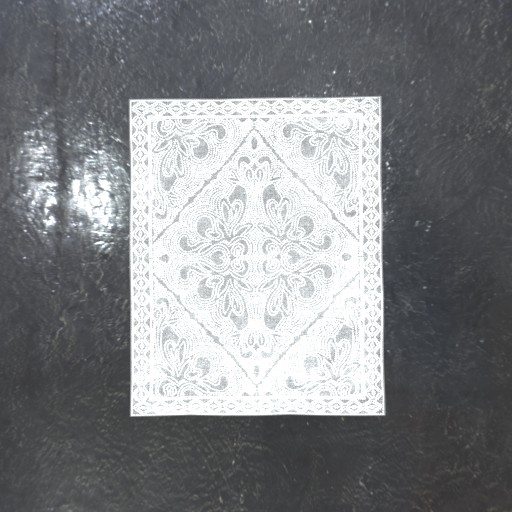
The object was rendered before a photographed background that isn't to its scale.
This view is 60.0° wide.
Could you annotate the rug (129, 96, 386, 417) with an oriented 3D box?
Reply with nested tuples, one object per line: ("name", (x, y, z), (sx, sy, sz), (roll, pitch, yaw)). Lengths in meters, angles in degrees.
("rug", (0.000, 0.000, 4.213), (2.438, 0.012, 3.048), (0, 89, 1))
